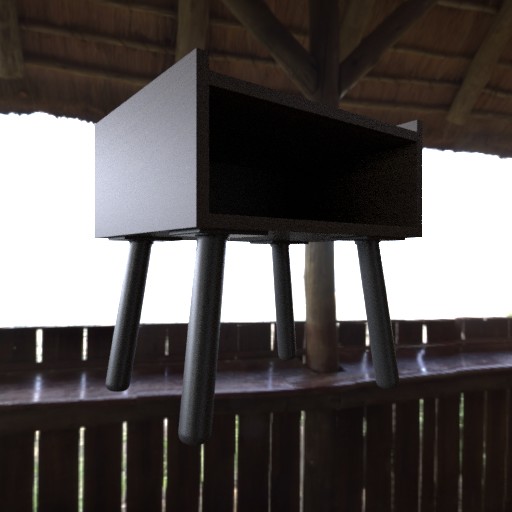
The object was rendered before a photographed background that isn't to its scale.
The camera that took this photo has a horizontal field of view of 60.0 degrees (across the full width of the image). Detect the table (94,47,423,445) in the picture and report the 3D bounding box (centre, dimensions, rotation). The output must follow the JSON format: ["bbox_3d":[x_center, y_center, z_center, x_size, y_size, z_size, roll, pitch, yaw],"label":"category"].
[{"bbox_3d":[0.000,0.000,0.784,0.450,0.470,0.370,0,0,-37],"label":"table"}]
